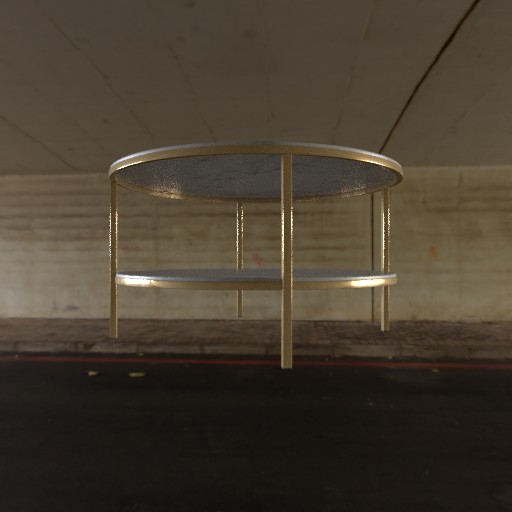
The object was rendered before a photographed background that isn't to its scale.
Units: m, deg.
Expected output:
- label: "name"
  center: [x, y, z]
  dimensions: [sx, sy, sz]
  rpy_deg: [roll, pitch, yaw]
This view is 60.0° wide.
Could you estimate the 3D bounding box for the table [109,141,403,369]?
- label: "table"
  center: [0.000, 0.000, 1.269]
  dimensions: [0.800, 0.450, 0.800]
  rpy_deg: [0, 0, 0]
